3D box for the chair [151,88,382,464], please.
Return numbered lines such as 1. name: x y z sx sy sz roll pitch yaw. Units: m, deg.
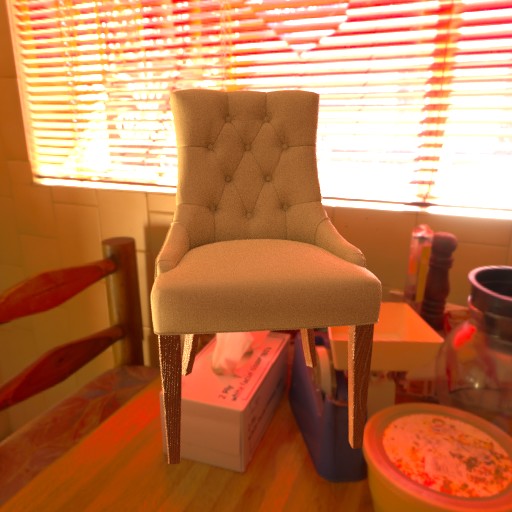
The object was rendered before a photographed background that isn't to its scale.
1. chair: 0.000 0.000 1.186 0.509 0.874 0.565 -2 16 -7
